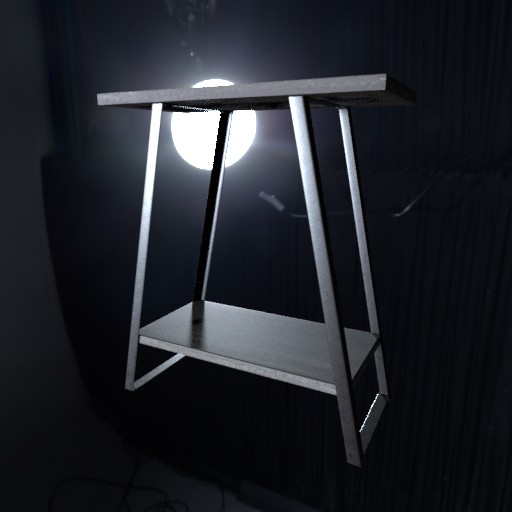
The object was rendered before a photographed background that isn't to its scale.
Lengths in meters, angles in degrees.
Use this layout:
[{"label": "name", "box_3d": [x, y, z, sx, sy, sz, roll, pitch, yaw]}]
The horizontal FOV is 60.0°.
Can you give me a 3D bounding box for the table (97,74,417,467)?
[{"label": "table", "box_3d": [0.000, 0.000, 1.012, 0.599, 0.701, 0.300, 7, 16, 27]}]
